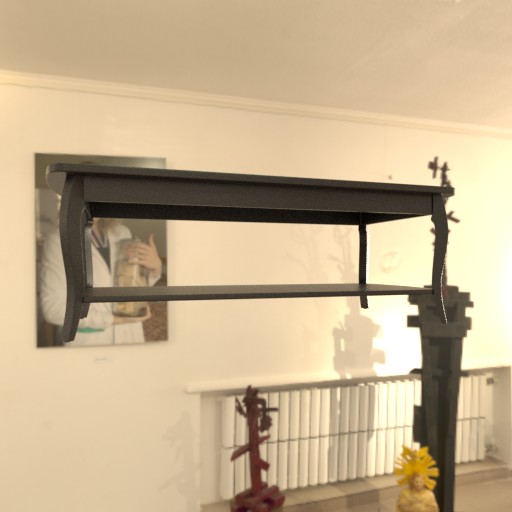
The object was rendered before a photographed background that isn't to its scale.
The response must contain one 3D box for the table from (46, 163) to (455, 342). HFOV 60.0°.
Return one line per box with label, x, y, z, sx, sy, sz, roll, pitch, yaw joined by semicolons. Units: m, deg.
table;0.000;0.000;1.561;1.333;0.457;0.571;0;-1;-17
